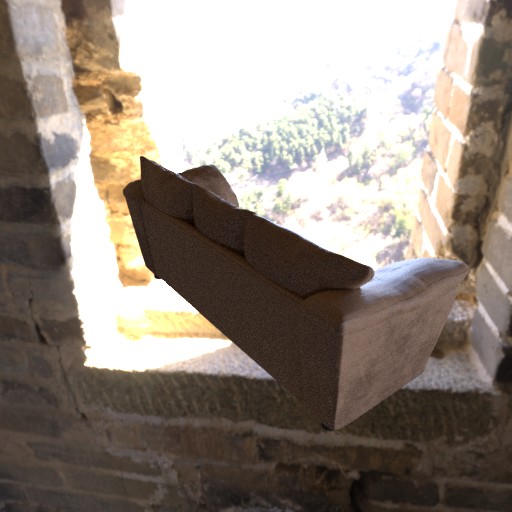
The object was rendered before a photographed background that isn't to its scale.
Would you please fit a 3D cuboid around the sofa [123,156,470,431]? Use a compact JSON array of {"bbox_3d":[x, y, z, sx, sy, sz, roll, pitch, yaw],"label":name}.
[{"bbox_3d":[0.000,0.000,2.876,0.893,0.981,2.377,-18,32,-33],"label":"sofa"}]
